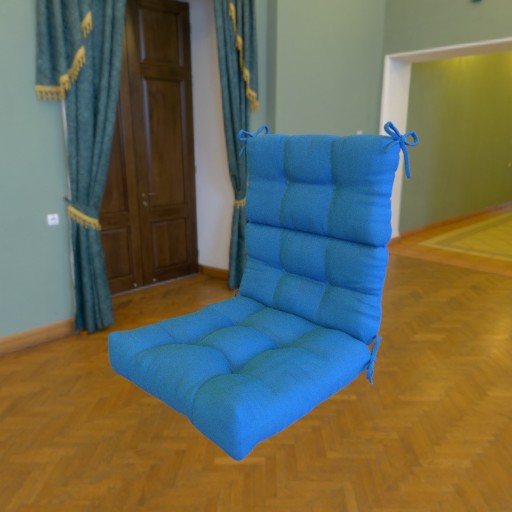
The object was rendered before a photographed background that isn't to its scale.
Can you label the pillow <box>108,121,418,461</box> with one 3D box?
[{"bbox_3d":[0.000,0.000,1.040,0.571,0.605,0.519,-15,21,-43],"label":"pillow"}]
